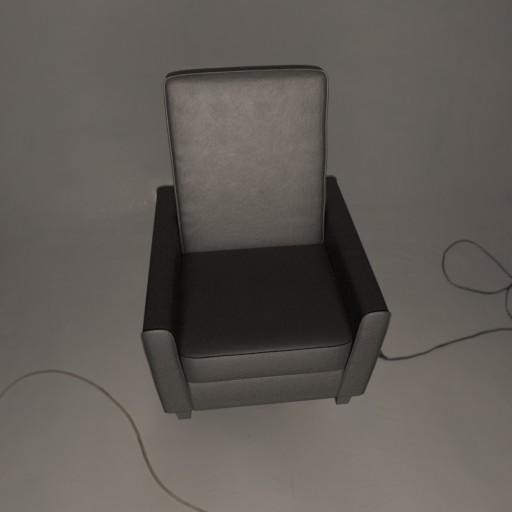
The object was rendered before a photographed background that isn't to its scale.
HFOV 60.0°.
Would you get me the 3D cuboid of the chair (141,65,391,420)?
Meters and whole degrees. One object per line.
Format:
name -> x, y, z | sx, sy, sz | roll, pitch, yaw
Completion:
chair -> 0.000, 0.000, 1.515 | 0.705, 1.013, 0.746 | -4, 47, -4
